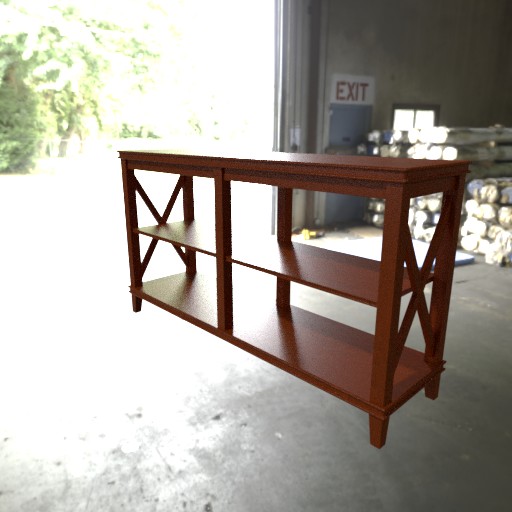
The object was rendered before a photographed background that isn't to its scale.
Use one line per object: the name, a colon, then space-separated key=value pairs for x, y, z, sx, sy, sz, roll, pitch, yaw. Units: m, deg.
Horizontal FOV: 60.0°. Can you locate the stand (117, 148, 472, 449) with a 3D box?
stand: x=0.000 y=0.000 z=1.706 sx=0.381 sy=0.762 sz=1.372 roll=-15 pitch=21 yaw=-42
